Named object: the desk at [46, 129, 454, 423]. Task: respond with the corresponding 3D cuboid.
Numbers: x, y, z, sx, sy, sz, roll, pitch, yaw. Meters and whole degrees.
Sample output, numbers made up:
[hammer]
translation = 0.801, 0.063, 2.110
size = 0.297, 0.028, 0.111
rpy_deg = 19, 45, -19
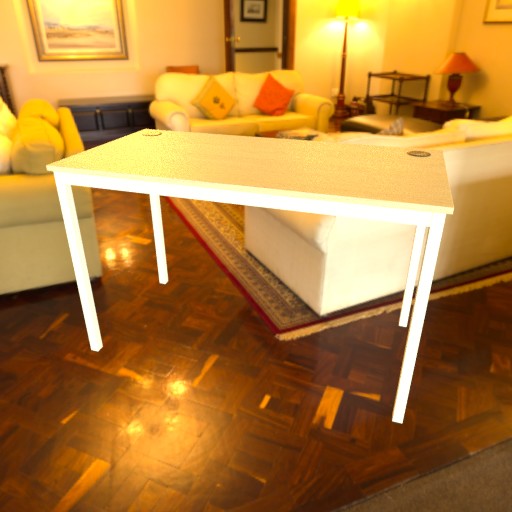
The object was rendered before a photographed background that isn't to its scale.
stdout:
[desk]
translation = 0.000, 0.000, 1.656
size = 1.200, 0.750, 0.600
rpy_deg = 9, 28, 16
